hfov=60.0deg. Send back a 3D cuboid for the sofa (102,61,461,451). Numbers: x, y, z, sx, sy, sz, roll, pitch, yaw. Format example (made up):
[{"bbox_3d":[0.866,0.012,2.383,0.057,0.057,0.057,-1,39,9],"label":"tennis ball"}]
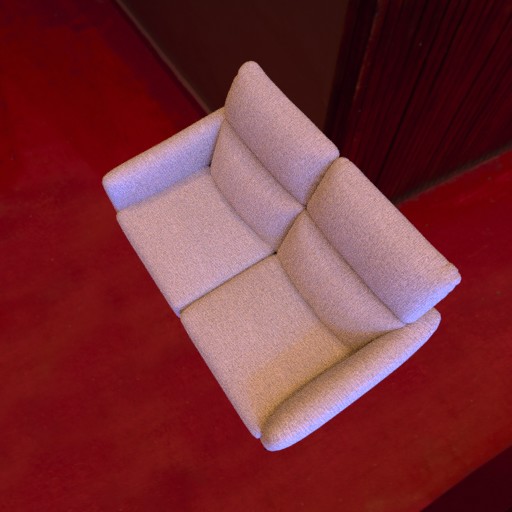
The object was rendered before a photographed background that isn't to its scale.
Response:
[{"bbox_3d":[0.000,0.000,2.097,0.905,0.950,1.540,-31,68,-15],"label":"sofa"}]
